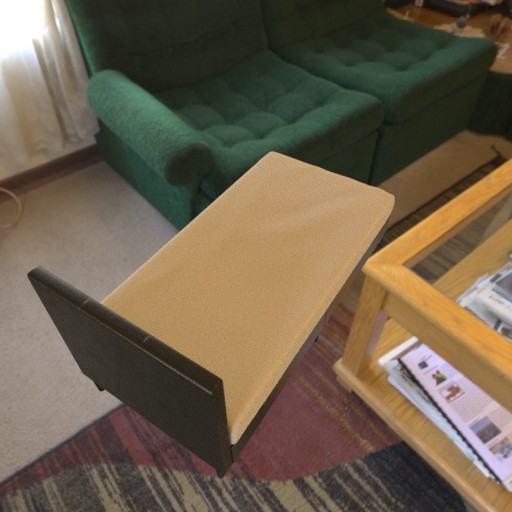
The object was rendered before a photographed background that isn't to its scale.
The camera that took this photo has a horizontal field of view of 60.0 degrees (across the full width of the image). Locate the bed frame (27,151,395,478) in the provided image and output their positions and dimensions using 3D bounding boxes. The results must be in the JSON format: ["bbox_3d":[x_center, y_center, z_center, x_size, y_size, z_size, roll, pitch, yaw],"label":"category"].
[{"bbox_3d":[0.000,0.000,2.567,1.038,1.046,2.152,25,52,22],"label":"bed frame"}]
